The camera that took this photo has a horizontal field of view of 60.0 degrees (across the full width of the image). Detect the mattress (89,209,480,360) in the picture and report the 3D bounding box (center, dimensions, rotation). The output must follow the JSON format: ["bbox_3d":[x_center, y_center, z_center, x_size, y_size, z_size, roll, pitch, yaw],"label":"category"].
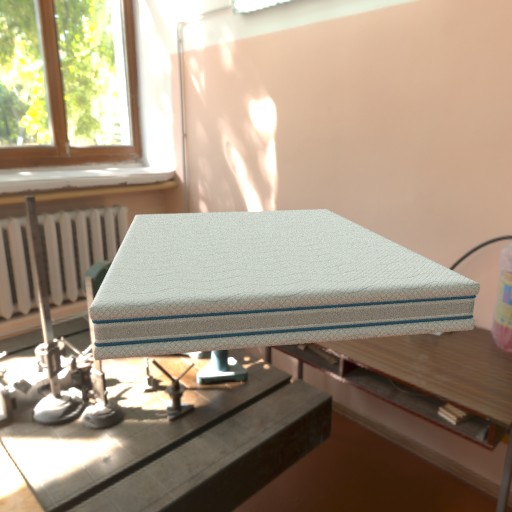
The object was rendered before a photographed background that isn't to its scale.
[{"bbox_3d":[0.000,0.000,2.734,1.600,0.230,2.000,-3,15,-10],"label":"mattress"}]
